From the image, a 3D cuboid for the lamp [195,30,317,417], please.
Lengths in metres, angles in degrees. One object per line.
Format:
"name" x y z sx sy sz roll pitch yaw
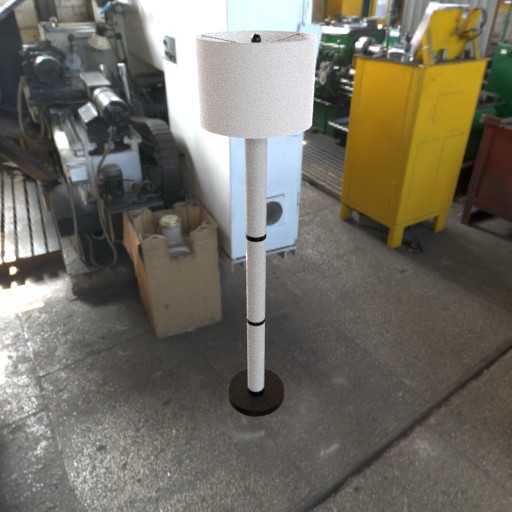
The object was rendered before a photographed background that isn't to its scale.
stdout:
"lamp" 0.000 0.000 1.776 0.377 1.599 0.377 11 33 17
